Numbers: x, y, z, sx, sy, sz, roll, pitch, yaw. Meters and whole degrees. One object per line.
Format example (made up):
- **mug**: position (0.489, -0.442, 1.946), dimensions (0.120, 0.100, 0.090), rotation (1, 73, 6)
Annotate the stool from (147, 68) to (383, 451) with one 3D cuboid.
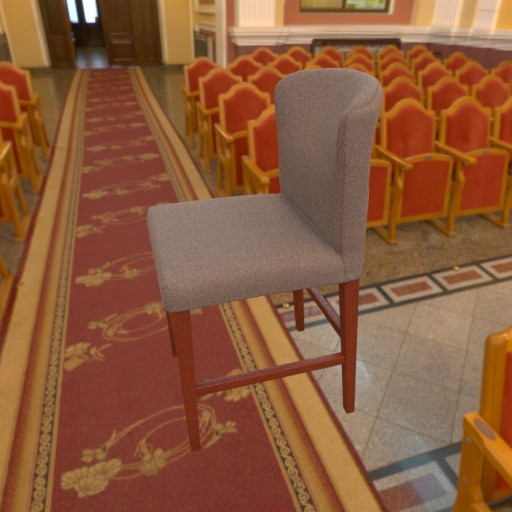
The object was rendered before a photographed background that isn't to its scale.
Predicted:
- **stool**: position (0.000, 0.000, 1.269), dimensions (0.568, 0.968, 0.481), rotation (-8, 31, -14)
